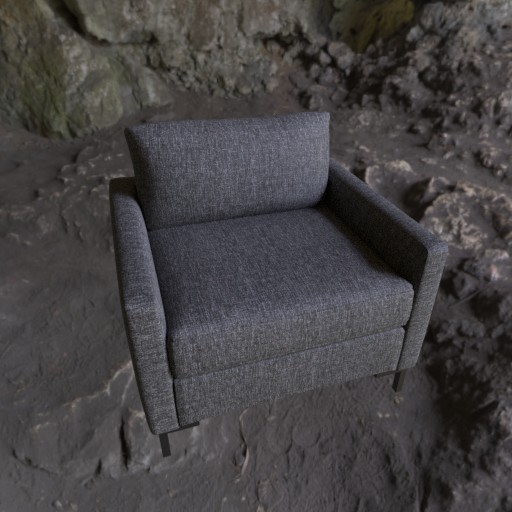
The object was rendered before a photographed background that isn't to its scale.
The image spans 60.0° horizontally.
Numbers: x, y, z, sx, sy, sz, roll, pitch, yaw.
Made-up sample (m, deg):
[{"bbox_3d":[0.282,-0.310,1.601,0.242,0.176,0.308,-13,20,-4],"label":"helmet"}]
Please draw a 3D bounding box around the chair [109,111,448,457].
[{"bbox_3d":[0.000,0.000,1.609,0.963,0.861,0.866,-10,34,-15],"label":"chair"}]
